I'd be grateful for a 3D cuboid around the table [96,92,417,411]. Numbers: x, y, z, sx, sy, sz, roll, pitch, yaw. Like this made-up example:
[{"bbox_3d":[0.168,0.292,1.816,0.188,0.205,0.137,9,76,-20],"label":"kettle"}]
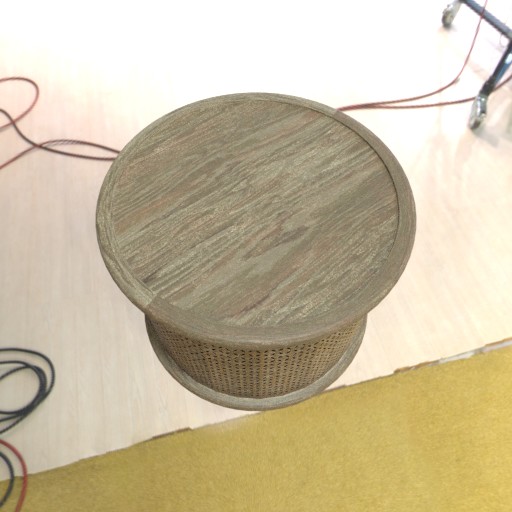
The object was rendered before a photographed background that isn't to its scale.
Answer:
[{"bbox_3d":[0.000,0.000,1.035,0.607,0.450,0.607,0,58,0],"label":"table"}]
